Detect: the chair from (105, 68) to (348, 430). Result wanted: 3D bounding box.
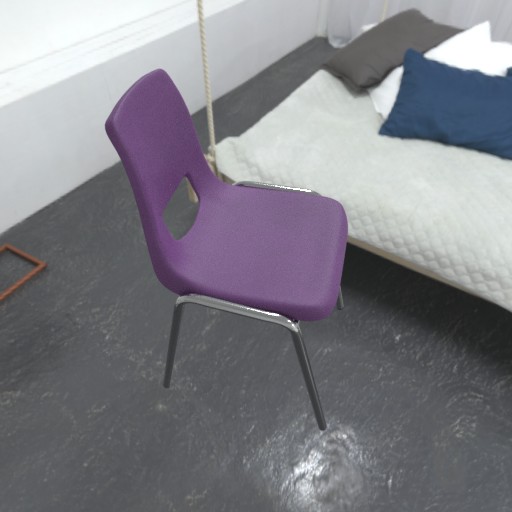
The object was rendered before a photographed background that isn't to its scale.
[{"bbox_3d":[0.000,0.000,0.949,0.432,0.704,0.381,10,47,10],"label":"chair"}]
